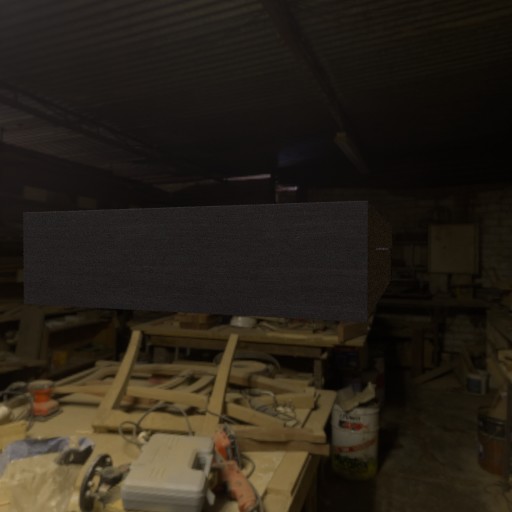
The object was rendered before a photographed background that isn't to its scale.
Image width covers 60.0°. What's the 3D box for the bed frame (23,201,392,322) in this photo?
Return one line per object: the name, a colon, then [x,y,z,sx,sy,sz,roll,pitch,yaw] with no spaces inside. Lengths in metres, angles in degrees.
bed frame: [0.000,0.000,2.594,1.448,0.459,1.944,0,1,19]
